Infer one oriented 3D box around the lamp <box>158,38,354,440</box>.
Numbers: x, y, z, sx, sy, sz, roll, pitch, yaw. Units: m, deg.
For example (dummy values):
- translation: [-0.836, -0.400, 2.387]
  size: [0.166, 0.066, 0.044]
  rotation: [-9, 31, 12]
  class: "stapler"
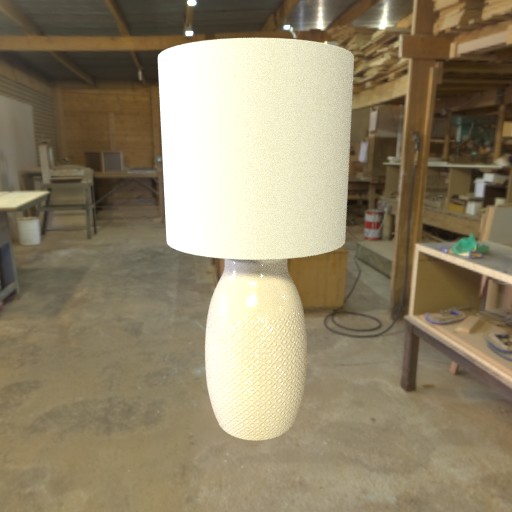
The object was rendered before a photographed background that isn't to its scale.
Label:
- translation: [0.000, 0.000, 0.553]
  size: [0.217, 0.453, 0.217]
  rotation: [-2, 14, -9]
  class: "lamp"
